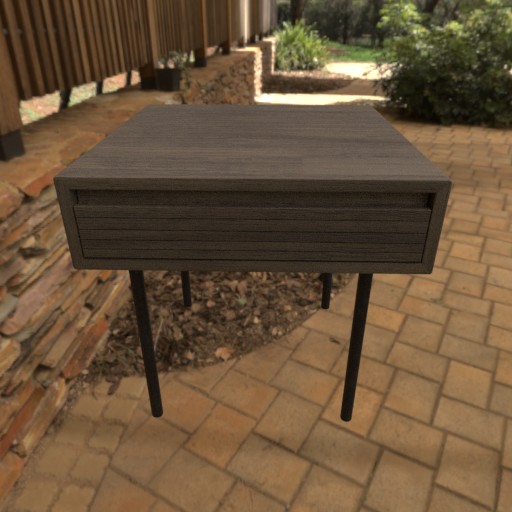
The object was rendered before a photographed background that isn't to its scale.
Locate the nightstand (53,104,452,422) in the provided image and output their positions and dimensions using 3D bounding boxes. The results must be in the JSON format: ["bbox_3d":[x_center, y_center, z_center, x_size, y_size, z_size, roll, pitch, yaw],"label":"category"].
[{"bbox_3d":[0.000,0.000,0.892,0.502,0.497,0.503,1,29,1],"label":"nightstand"}]
